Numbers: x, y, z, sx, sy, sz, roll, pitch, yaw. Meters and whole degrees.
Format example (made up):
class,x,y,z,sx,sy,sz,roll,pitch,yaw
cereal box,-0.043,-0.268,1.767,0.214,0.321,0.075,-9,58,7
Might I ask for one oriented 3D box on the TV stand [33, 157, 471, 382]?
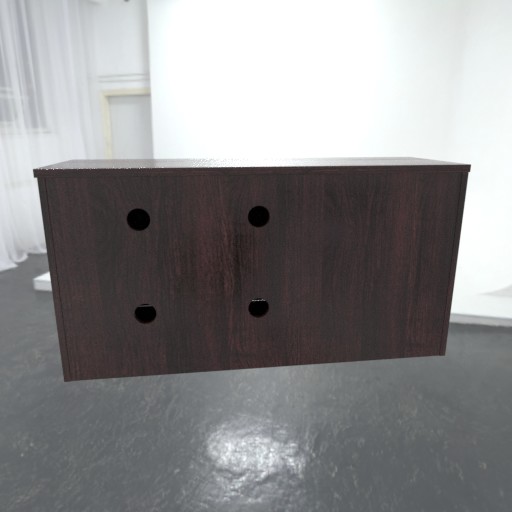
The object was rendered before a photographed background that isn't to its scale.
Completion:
class,x,y,z,sx,sy,sz,roll,pitch,yaw
TV stand,0.000,0.000,1.471,1.192,0.614,0.404,-2,16,-7
